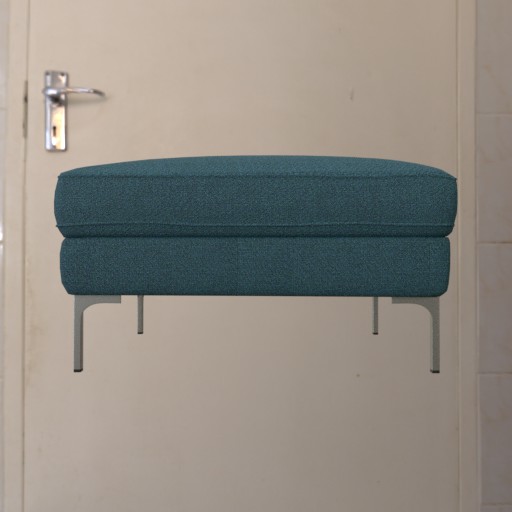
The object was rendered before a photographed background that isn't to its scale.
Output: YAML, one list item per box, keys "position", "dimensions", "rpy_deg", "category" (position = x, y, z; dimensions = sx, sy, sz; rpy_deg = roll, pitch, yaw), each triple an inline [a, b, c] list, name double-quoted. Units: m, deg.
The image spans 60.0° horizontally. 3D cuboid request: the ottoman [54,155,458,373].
- position: [0.000, 0.000, 1.187]
  dimensions: [0.856, 0.498, 0.563]
  rpy_deg: [0, -1, 1]
  category: "ottoman"
